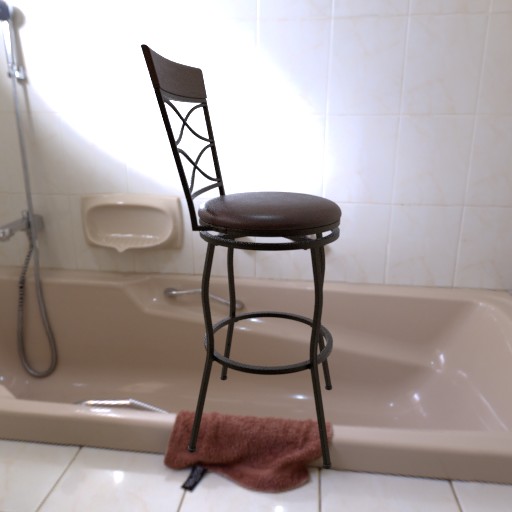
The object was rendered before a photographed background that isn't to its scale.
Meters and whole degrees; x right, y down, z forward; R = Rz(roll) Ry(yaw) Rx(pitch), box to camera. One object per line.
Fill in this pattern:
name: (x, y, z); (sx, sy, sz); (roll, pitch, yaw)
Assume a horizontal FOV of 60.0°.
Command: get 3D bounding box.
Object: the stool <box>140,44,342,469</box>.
stool: (0.000, 0.000, 1.360); (0.513, 1.130, 0.448); (3, 16, 9)
